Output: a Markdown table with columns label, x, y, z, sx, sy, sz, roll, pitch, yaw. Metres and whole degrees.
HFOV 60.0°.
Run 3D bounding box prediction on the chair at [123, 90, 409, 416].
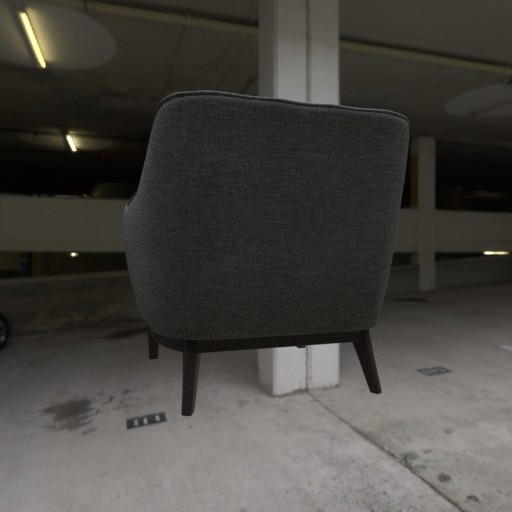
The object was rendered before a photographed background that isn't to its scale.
| label | x | y | z | sx | sy | sz | roll | pitch | yaw |
| --- | --- | --- | --- | --- | --- | --- | --- | --- | --- |
| chair | 0.000 | 0.000 | 1.545 | 0.870 | 0.829 | 0.851 | 0 | 1 | -18 |
